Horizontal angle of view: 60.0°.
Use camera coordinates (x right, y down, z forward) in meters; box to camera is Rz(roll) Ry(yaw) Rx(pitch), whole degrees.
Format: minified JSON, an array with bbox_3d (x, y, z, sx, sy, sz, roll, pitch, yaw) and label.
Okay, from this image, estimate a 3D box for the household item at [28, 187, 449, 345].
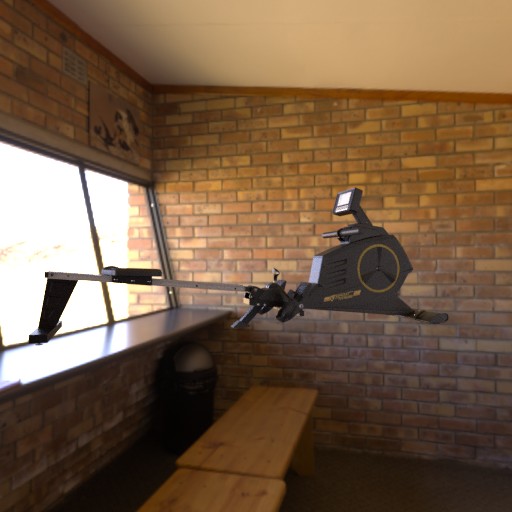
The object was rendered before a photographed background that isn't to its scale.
[{"bbox_3d":[0.000,0.000,2.531,2.251,0.810,0.521,0,-1,-17],"label":"household item"}]
